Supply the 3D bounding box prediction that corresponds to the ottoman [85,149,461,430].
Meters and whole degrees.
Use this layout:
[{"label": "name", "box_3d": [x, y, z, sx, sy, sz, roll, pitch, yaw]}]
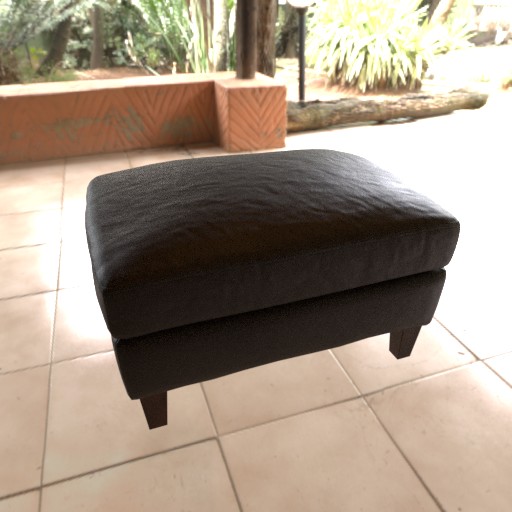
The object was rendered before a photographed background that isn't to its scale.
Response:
[{"label": "ottoman", "box_3d": [0.000, 0.000, 1.294, 0.887, 0.529, 0.659, -10, 32, -17]}]
